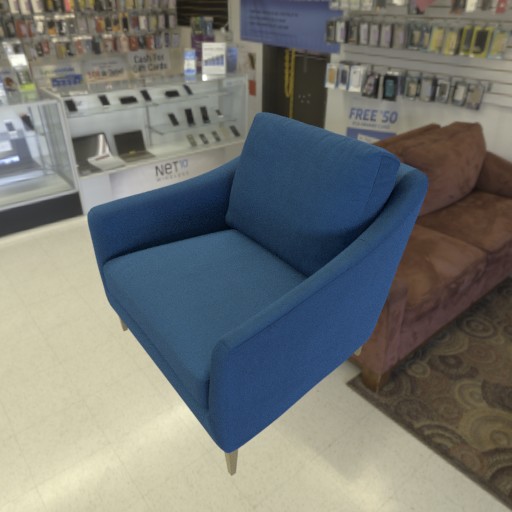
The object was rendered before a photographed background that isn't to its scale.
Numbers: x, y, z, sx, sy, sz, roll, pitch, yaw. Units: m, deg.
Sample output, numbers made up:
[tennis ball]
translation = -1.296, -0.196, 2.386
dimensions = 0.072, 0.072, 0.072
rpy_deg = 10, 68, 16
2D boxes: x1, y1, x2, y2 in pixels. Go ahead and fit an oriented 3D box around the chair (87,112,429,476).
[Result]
[chair]
translation = 0.000, 0.000, 1.697
dimensions = 0.961, 0.899, 0.987
rpy_deg = -22, 38, -31
